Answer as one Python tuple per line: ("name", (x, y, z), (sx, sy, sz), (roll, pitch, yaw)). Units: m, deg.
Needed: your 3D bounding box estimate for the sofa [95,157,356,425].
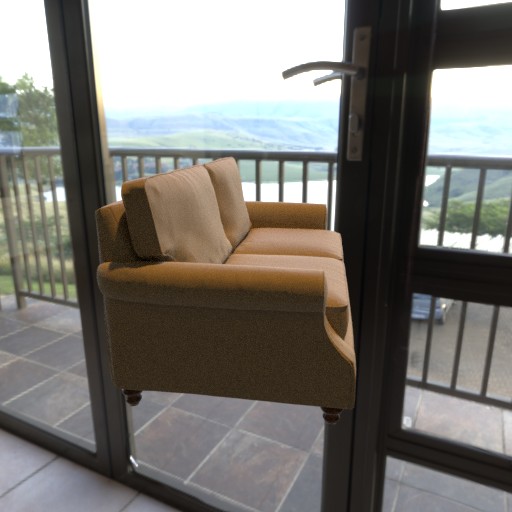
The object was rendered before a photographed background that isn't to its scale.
("sofa", (0.000, 0.000, 2.294), (0.964, 0.937, 1.665), (2, 16, 9))
